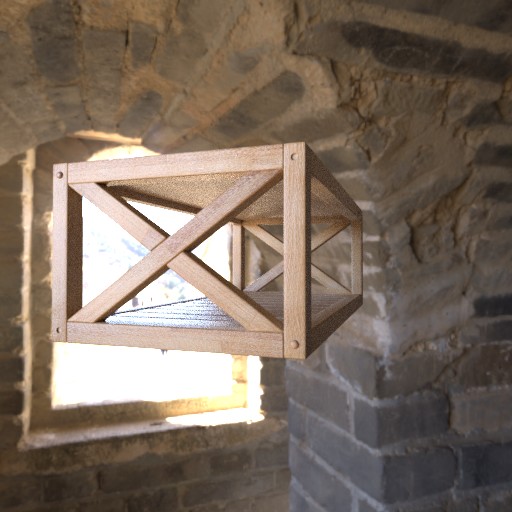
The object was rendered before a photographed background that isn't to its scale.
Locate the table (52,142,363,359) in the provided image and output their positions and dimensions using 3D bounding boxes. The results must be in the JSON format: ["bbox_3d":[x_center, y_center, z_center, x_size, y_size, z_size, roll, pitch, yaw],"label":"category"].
[{"bbox_3d":[0.000,0.000,1.647,0.660,0.457,1.321,0,-1,19],"label":"table"}]
